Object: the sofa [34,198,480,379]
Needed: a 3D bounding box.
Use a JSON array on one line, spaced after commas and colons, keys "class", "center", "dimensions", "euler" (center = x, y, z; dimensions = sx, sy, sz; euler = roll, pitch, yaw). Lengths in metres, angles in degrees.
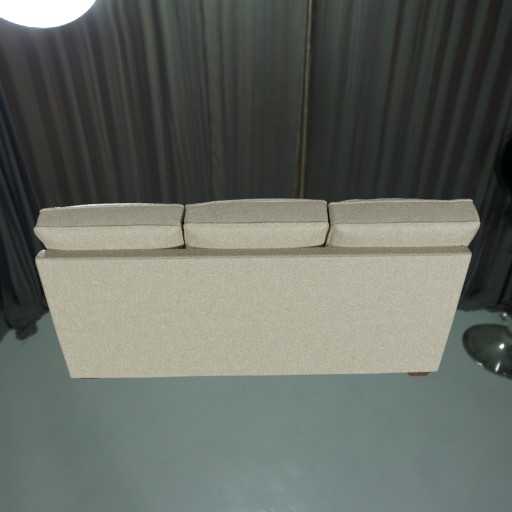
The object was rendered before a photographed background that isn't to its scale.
[{"class": "sofa", "center": [0.000, 0.000, 2.511], "dimensions": [1.962, 0.973, 1.027], "euler": [-1, 30, -1]}]
